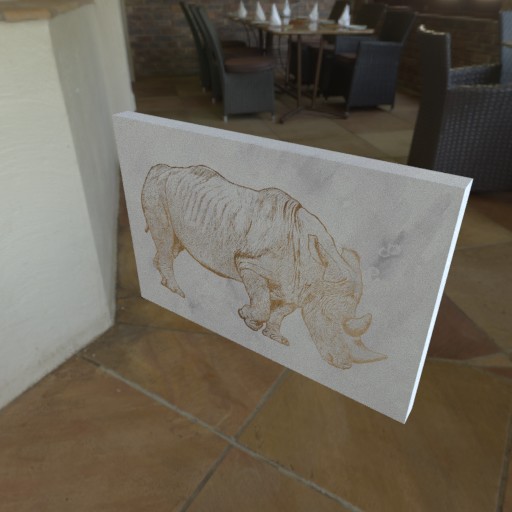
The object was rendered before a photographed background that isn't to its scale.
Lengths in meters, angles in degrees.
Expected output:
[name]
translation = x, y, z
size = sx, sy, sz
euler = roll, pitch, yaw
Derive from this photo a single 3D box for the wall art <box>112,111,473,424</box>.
[wall art]
translation = 0.000, 0.000, 0.773
size = 0.609, 0.407, 0.038
euler = 20, 36, 29
